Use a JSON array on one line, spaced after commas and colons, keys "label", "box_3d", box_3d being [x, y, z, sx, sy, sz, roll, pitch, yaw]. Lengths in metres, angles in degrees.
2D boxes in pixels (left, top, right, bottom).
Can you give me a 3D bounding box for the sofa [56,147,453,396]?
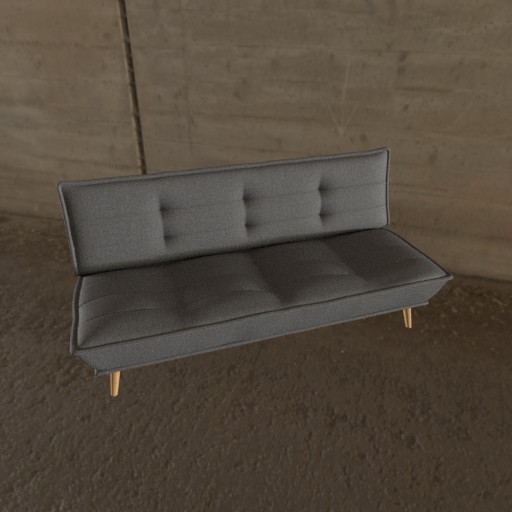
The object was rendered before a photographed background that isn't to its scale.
[{"label": "sofa", "box_3d": [0.000, 0.000, 2.470, 1.940, 0.890, 0.950, -9, 32, -15]}]
